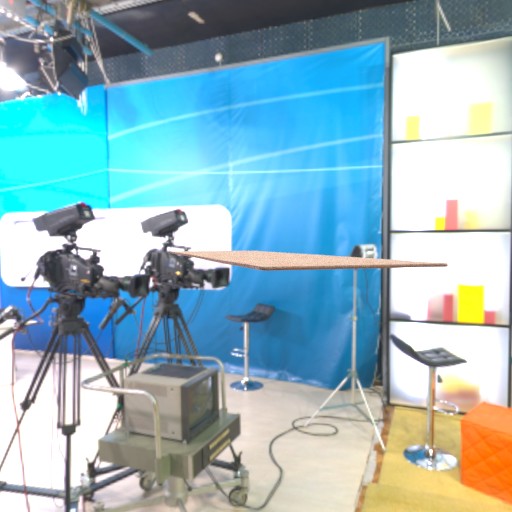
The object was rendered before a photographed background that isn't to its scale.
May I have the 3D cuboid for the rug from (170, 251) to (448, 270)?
[{"bbox_3d":[0.000,0.000,2.714,0.760,0.015,2.435,-1,2,-18],"label":"rug"}]
